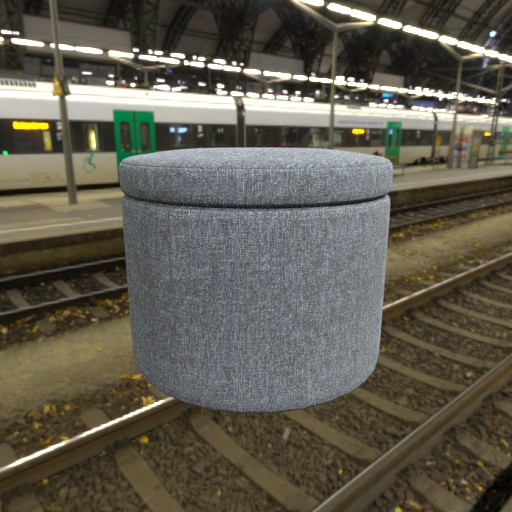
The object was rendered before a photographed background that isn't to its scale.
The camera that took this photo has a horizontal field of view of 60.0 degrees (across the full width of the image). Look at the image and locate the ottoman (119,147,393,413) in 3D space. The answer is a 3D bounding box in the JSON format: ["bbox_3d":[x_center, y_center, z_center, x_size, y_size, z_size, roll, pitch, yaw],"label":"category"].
[{"bbox_3d":[0.000,0.000,0.888,0.500,0.419,0.500,0,15,0],"label":"ottoman"}]
